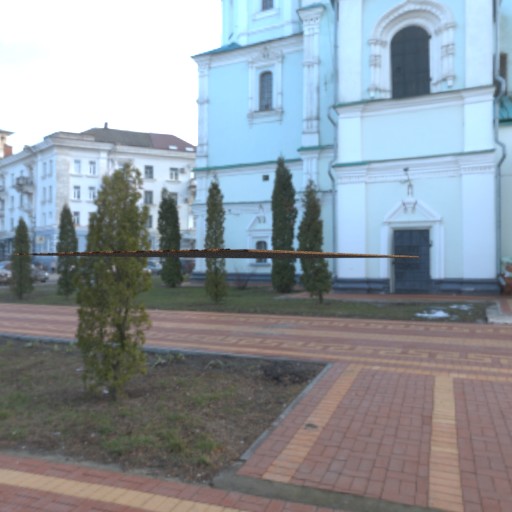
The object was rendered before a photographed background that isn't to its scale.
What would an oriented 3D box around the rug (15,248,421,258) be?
[{"bbox_3d":[0.000,0.000,2.979,1.516,0.010,2.434,-1,-1,35],"label":"rug"}]
